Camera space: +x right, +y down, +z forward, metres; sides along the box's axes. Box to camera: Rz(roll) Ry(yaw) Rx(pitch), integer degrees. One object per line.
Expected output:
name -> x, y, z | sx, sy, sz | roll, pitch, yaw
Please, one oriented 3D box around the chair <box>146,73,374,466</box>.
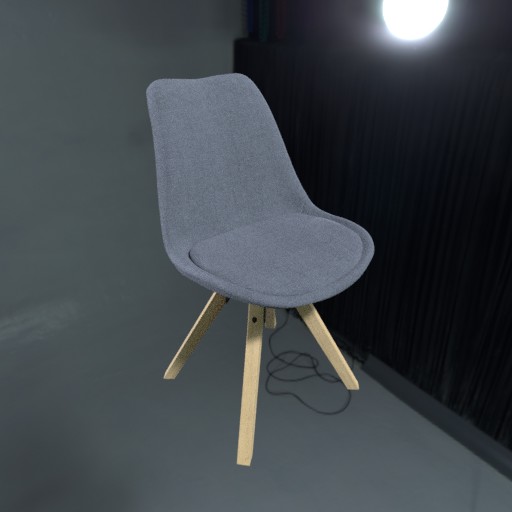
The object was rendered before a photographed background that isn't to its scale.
chair -> 0.000, 0.000, 1.179 | 0.485, 0.850, 0.550 | -20, 34, -33
